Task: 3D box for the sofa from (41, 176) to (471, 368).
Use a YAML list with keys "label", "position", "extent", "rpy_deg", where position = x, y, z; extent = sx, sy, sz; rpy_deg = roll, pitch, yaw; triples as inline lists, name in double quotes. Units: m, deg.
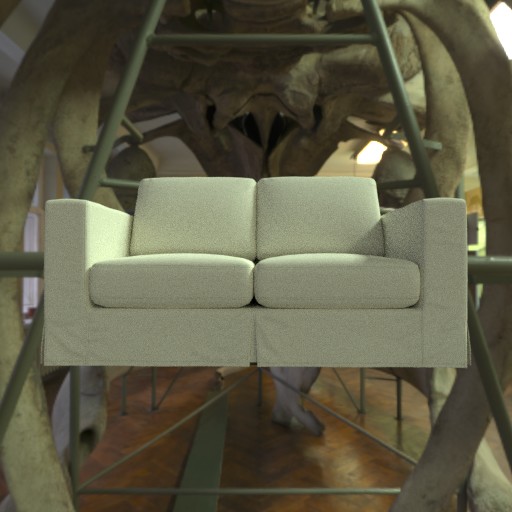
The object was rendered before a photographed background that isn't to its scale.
- label: "sofa"
  position: [0.000, 0.000, 2.341]
  extent: [1.813, 0.932, 1.009]
  rpy_deg: [0, -1, 1]
